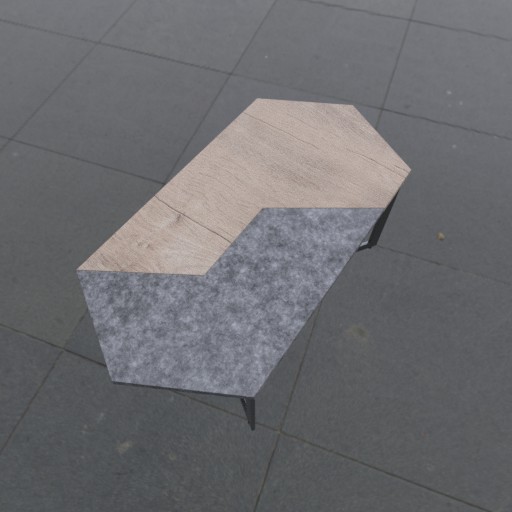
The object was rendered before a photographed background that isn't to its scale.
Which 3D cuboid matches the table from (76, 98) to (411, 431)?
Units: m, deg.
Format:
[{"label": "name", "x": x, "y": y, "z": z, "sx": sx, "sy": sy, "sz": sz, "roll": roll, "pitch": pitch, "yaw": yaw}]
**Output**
[{"label": "table", "x": 0.000, "y": 0.000, "z": 1.531, "sx": 0.609, "sy": 0.457, "sz": 1.219, "roll": 31, "pitch": 63, "yaw": 18}]
